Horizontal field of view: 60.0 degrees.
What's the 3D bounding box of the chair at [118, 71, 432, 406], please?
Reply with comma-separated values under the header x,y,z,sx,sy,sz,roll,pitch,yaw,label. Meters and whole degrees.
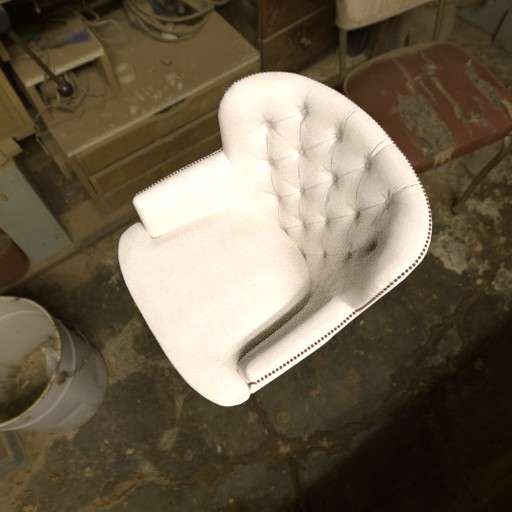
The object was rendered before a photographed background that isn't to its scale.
x,y,z,sx,sy,sz,roll,pitch,yaw,label
0.000,0.000,1.621,0.906,0.868,0.848,-31,68,-14,chair
